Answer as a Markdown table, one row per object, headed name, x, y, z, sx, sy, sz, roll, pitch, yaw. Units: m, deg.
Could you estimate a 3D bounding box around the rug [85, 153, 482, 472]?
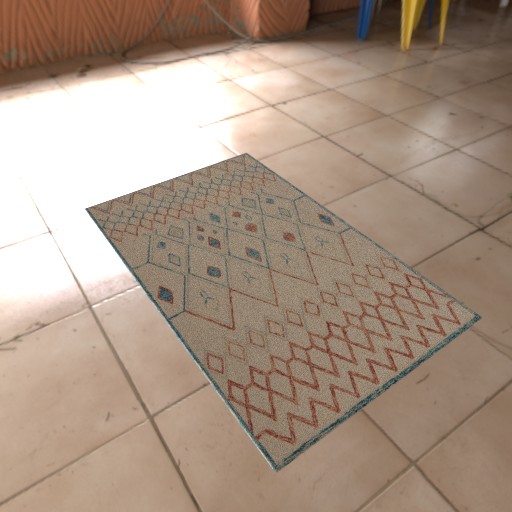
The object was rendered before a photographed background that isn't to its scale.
| name | x | y | z | sx | sy | sz | roll | pitch | yaw |
| --- | --- | --- | --- | --- | --- | --- | --- | --- | --- |
| rug | 0.000 | 0.000 | 3.012 | 1.524 | 0.015 | 2.438 | -25 | 47 | -26 |
